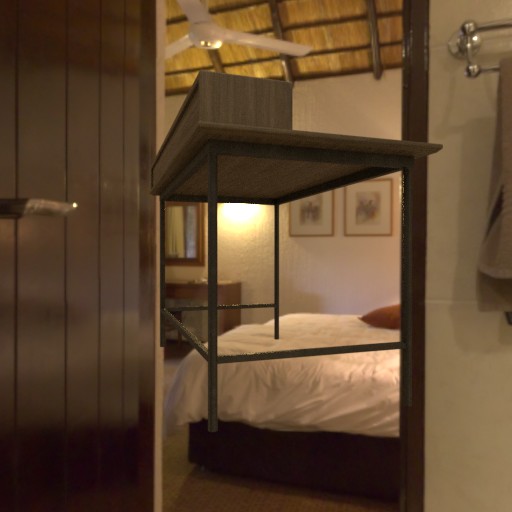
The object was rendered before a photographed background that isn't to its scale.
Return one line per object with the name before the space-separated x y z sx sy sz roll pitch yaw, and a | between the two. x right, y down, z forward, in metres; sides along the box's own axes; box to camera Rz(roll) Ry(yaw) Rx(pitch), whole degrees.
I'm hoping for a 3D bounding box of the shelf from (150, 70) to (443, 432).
shelf | 0.000 0.000 1.695 0.685 0.865 1.212 0 0 -19
